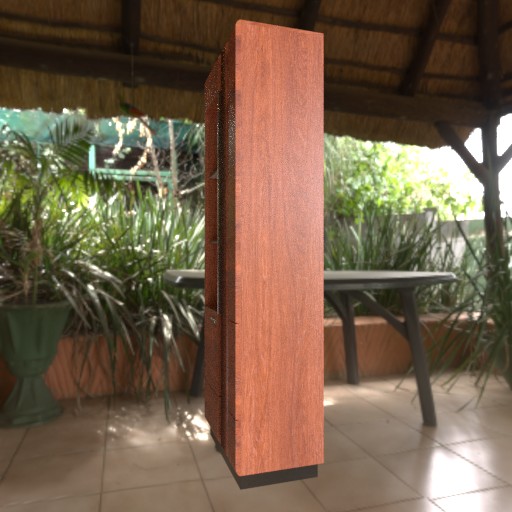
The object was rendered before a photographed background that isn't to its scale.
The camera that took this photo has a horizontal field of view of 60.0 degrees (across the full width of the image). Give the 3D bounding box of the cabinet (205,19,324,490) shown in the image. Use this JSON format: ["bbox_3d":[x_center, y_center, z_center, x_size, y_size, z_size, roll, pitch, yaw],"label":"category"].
[{"bbox_3d":[0.000,0.000,2.222,0.420,1.980,0.660,0,0,-18],"label":"cabinet"}]
